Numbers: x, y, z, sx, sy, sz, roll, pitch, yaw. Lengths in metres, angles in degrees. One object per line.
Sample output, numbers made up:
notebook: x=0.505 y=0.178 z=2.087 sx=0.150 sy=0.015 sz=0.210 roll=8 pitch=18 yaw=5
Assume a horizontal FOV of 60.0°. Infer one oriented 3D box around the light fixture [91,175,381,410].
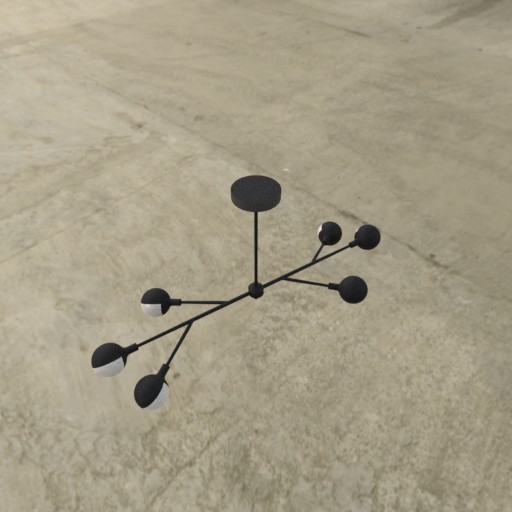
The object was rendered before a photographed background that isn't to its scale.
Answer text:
light fixture: x=0.000 y=0.000 z=1.003 sx=0.778 sy=0.362 sz=0.434 roll=-12 pitch=44 yaw=-13
